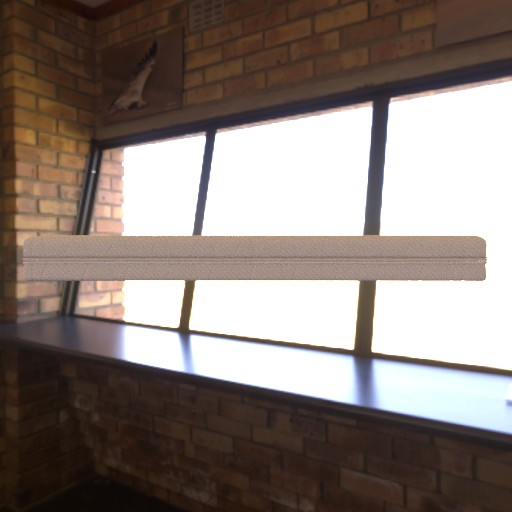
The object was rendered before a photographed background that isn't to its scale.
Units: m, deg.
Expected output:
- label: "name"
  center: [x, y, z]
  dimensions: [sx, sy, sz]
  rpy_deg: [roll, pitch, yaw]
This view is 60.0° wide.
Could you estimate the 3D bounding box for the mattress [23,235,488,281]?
- label: "mattress"
  center: [0.000, 0.000, 2.591]
  dimensions: [2.000, 0.200, 1.400]
  rpy_deg: [0, 1, 1]
